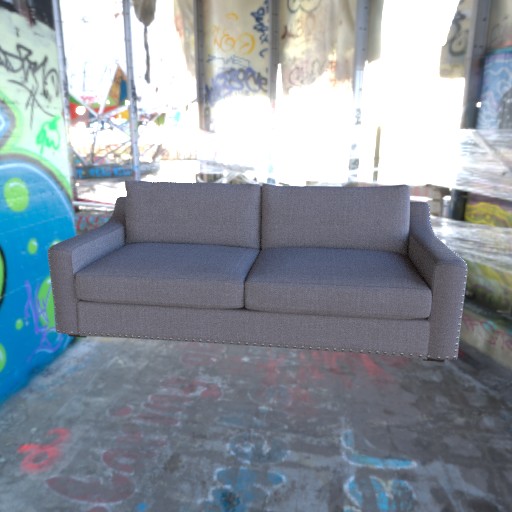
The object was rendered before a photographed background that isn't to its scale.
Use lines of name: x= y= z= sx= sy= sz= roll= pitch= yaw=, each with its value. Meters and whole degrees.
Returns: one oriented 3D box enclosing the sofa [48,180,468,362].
sofa: x=0.000 y=0.000 z=2.750 sx=2.208 sy=0.857 sz=1.000 roll=2 pitch=15 yaw=8
